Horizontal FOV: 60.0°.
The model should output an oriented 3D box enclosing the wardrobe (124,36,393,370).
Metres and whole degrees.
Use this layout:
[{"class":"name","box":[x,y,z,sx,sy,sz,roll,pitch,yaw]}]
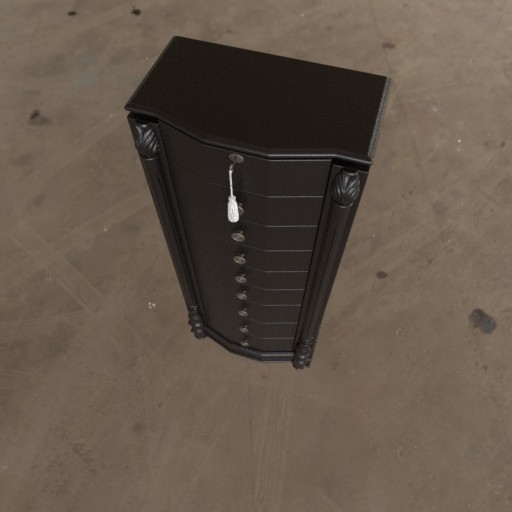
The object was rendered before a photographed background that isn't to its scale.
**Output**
[{"class":"wardrobe","box":[0.000,0.000,1.186,0.444,1.011,0.295,15,60,9]}]
